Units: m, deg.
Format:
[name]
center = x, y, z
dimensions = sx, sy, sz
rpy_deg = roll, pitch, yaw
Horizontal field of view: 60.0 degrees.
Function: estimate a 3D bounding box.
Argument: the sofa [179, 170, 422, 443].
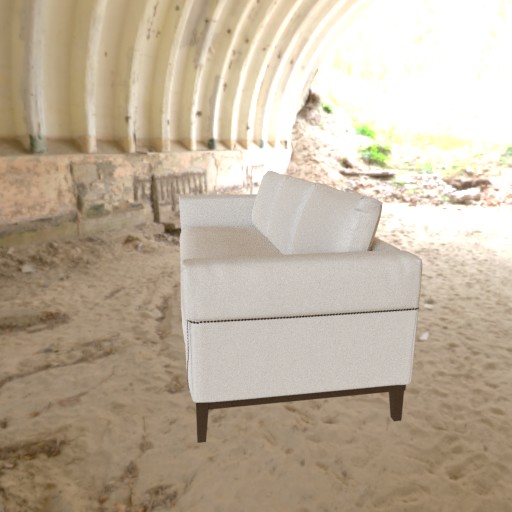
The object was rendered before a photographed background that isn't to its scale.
[sofa]
center = 0.000, 0.000, 2.661
dimensions = 0.902, 0.911, 2.198
rpy_deg = -2, 14, -9
